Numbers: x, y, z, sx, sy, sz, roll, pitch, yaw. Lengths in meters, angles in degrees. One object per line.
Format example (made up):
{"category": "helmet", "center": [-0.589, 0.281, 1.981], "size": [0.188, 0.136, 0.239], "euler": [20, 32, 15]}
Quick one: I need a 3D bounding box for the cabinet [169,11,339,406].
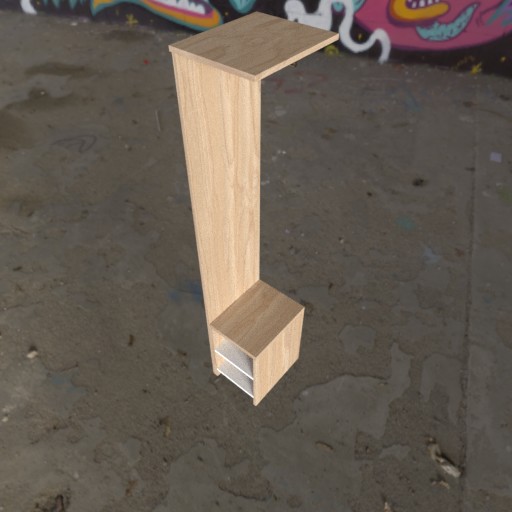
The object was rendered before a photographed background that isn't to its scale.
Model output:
{"category": "cabinet", "center": [0.000, 0.000, 2.021], "size": [0.338, 1.879, 0.411], "euler": [31, 53, 27]}
